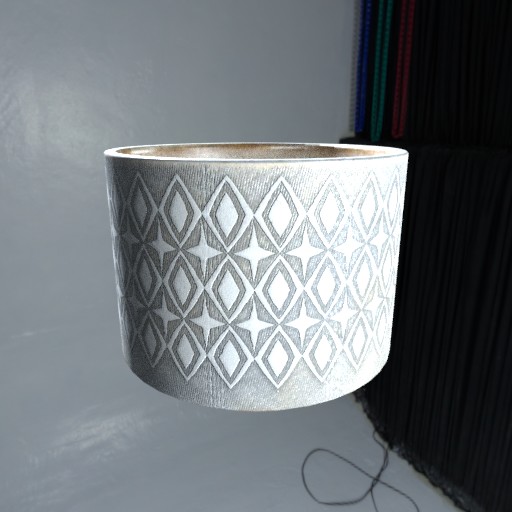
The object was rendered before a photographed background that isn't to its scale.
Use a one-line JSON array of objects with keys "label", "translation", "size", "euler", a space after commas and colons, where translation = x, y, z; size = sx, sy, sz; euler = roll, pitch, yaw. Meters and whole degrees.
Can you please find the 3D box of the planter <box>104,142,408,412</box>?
[{"label": "planter", "translation": [0.000, 0.000, 0.305], "size": [0.186, 0.144, 0.186], "euler": [0, 17, 0]}]
